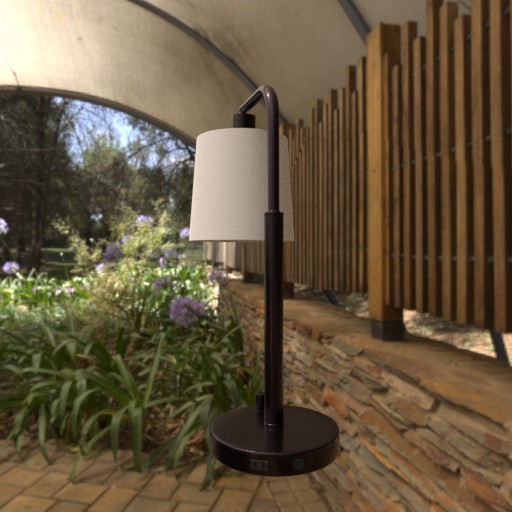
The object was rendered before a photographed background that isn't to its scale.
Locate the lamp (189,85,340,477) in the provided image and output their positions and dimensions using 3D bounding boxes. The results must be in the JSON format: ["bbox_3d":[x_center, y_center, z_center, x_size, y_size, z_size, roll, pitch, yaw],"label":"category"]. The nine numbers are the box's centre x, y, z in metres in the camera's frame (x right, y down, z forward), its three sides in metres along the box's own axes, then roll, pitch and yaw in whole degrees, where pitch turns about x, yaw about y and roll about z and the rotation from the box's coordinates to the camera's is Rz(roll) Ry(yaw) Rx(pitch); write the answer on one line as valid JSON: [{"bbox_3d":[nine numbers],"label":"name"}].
[{"bbox_3d":[0.000,0.000,0.649,0.171,0.489,0.333,0,0,-17],"label":"lamp"}]
